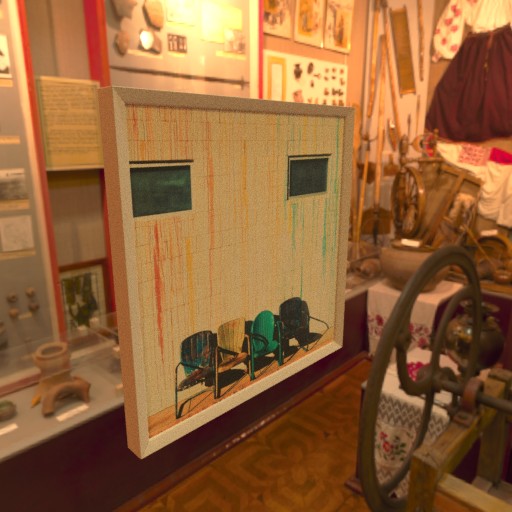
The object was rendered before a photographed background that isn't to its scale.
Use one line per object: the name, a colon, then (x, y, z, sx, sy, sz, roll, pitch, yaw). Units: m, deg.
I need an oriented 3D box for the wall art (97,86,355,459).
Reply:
wall art: (0.000, 0.000, 0.762, 0.037, 0.508, 0.508, 14, 20, 43)
